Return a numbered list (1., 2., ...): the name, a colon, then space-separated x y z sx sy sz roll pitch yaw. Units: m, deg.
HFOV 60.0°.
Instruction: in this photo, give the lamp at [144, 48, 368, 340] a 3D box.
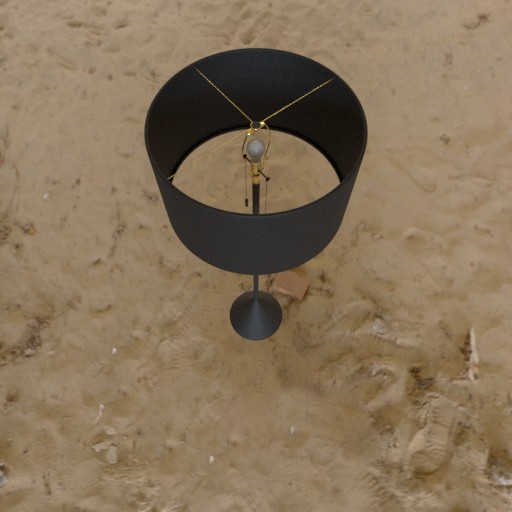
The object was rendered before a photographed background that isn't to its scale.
1. lamp: 0.000 0.000 1.832 0.580 1.526 0.580 -36 68 -17
